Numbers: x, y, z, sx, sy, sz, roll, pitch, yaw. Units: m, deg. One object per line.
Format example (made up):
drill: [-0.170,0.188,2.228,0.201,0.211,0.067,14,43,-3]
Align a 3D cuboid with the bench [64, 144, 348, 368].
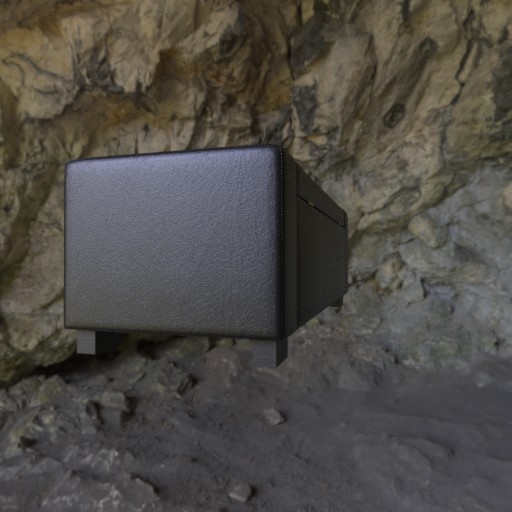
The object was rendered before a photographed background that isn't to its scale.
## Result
bench: [0.000,0.000,1.521,0.508,0.445,1.296,0,0,17]
